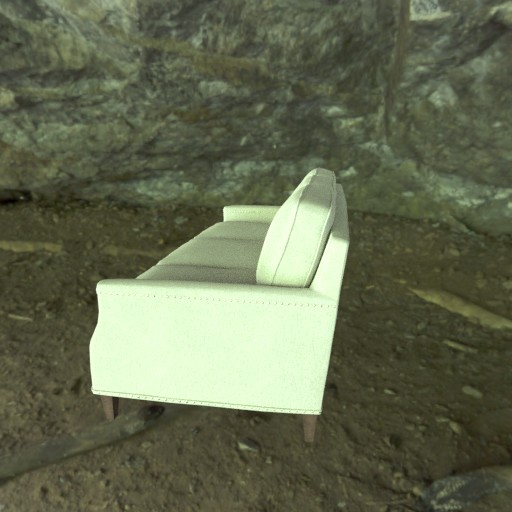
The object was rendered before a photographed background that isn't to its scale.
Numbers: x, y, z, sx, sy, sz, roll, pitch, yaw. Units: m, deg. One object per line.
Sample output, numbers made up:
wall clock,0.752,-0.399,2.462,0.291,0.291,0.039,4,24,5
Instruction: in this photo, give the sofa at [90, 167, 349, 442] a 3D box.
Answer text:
sofa,0.000,0.000,2.800,1.084,1.003,2.246,3,15,10
